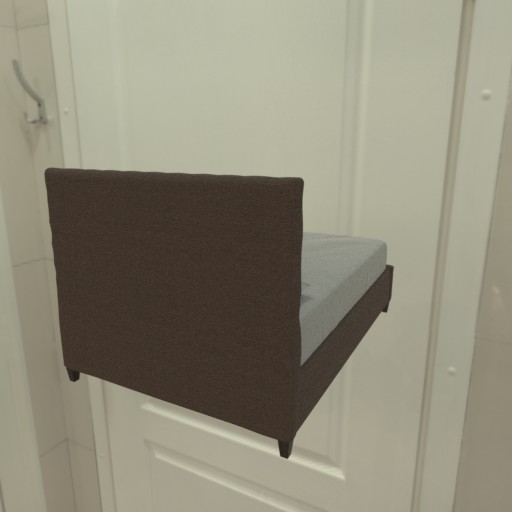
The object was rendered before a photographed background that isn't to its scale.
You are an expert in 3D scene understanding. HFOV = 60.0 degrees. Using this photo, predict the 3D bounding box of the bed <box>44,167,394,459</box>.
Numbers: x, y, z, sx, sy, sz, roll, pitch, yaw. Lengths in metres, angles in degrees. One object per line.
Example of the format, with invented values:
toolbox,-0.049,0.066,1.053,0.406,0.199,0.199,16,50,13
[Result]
bed,0.000,0.000,3.467,1.698,1.427,2.387,8,16,27
